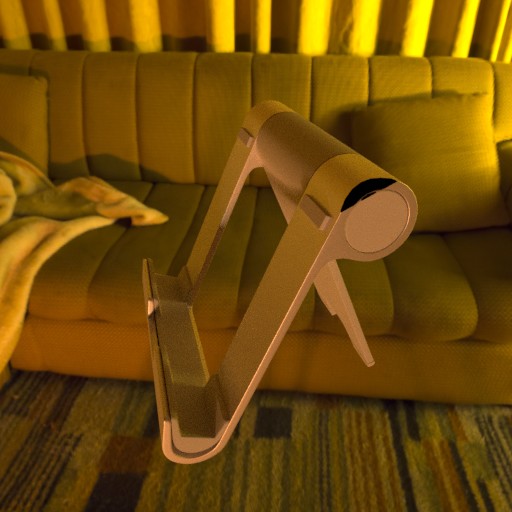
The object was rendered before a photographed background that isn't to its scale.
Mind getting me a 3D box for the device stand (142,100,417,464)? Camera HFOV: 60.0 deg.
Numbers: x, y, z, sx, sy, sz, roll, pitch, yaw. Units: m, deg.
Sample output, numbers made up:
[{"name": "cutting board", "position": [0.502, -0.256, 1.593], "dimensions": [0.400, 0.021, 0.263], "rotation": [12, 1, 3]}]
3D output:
[{"name": "device stand", "position": [0.000, 0.000, 0.152], "dimensions": [0.079, 0.084, 0.086], "rotation": [-8, 32, -14]}]
